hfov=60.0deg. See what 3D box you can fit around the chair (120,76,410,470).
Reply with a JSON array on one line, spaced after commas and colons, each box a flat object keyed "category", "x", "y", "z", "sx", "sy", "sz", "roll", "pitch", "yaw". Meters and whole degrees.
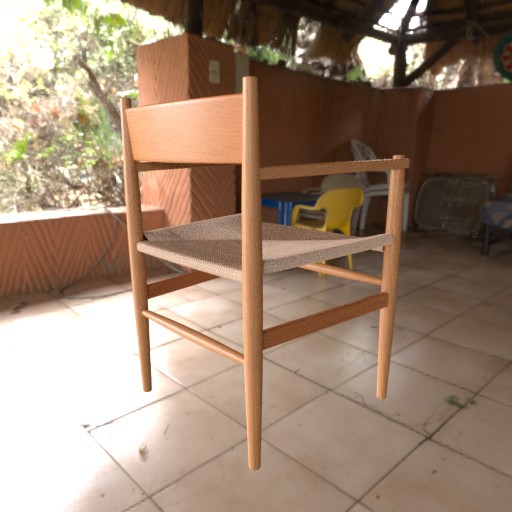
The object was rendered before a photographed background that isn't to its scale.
[{"category": "chair", "x": 0.000, "y": 0.000, "z": 1.127, "sx": 0.495, "sy": 0.762, "sz": 0.556, "roll": -13, "pitch": 18, "yaw": -43}]
